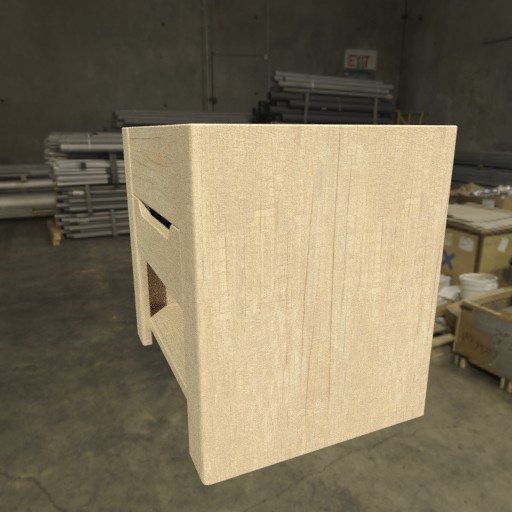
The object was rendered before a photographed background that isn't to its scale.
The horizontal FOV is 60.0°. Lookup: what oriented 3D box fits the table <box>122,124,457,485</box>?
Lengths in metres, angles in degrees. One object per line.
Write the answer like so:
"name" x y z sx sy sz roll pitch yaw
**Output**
"table" 0.000 0.000 0.912 0.420 0.510 0.570 -7 17 -23
